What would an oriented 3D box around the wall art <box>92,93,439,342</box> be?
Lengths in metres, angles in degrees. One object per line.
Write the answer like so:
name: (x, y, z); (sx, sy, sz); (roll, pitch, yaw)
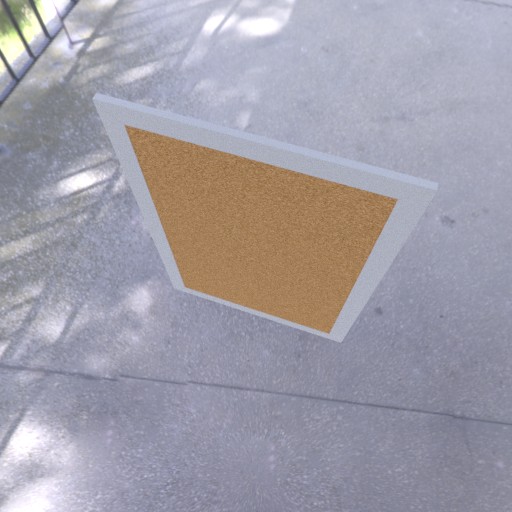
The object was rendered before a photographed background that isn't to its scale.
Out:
wall art: (0.000, 0.000, 0.849); (0.454, 0.659, 0.011); (17, 65, 8)
